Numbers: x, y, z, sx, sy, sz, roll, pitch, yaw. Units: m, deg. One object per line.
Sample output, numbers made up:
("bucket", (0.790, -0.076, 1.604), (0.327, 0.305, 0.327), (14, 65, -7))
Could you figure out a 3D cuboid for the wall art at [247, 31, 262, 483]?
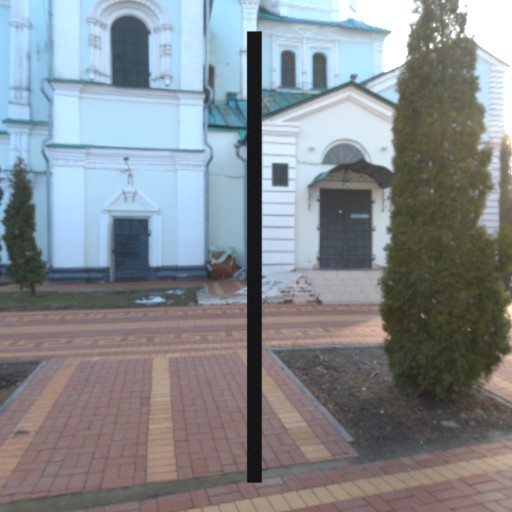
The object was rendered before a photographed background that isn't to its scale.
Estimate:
("wall art", (0.000, 0.000, 0.529), (0.012, 0.357, 0.358), (0, 1, 0))
